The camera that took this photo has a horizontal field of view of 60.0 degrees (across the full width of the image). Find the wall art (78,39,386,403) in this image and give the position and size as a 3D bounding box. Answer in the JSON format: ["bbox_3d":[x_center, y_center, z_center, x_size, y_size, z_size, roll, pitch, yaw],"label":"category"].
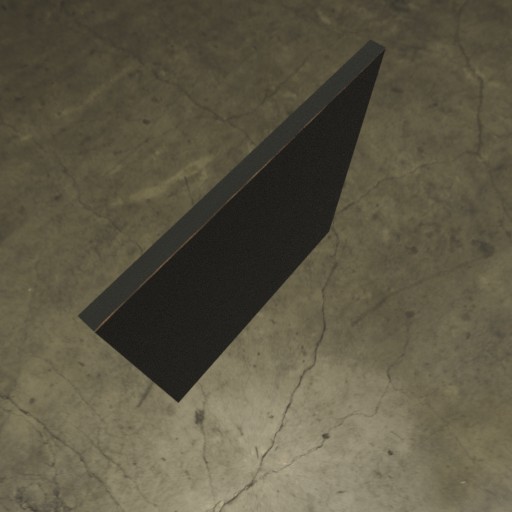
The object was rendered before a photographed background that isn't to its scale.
[{"bbox_3d":[0.000,0.000,1.108,0.038,0.762,0.762,37,70,16],"label":"wall art"}]
